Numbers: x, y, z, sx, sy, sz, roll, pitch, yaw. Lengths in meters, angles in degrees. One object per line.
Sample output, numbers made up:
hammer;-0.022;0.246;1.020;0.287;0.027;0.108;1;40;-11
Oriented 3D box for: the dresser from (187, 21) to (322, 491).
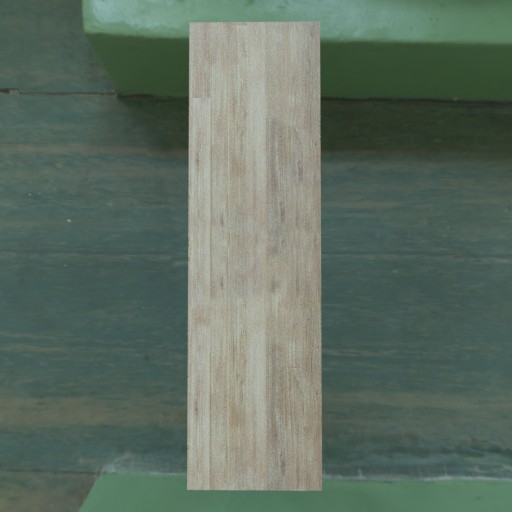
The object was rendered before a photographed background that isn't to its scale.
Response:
dresser;0.000;0.000;1.908;0.455;0.788;1.602;0;88;1
